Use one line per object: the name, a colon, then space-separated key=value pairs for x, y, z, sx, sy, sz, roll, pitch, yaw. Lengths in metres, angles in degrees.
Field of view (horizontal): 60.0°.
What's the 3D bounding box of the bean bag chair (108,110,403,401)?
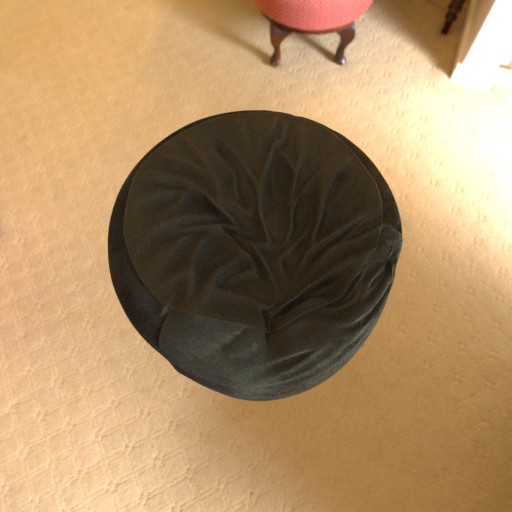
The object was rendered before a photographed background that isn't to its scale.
bean bag chair: x=0.000 y=0.000 z=1.518 sx=0.918 sy=0.605 sz=0.918 roll=0 pitch=65 yaw=0
